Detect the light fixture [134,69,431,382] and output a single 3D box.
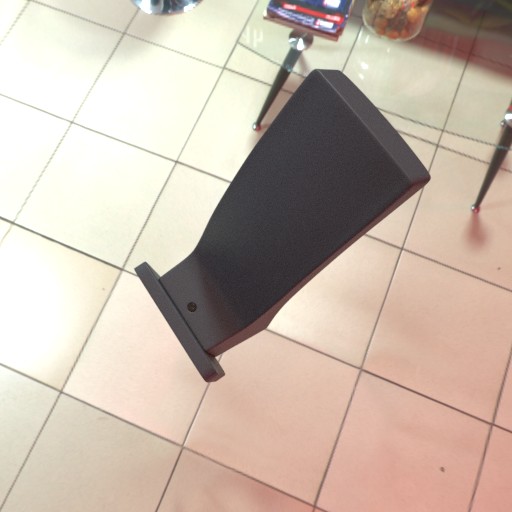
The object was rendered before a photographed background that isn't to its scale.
[{"bbox_3d":[0.000,0.000,0.330,0.174,0.243,0.108,-34,77,-9],"label":"light fixture"}]
